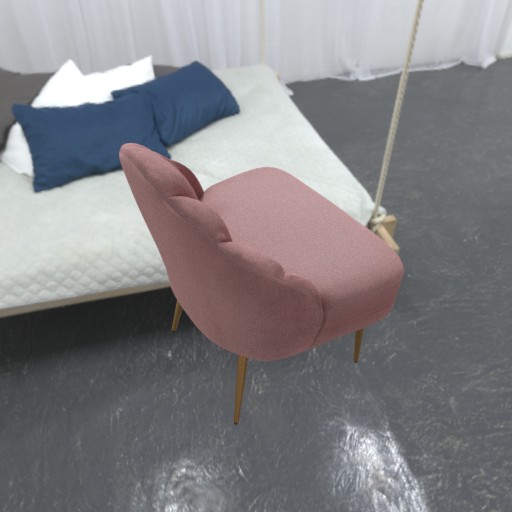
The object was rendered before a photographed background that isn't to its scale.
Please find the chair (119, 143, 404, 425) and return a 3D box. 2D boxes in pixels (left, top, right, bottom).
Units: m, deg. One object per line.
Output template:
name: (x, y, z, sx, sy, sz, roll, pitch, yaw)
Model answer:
chair: (0.000, 0.000, 1.270, 0.599, 0.819, 0.657, -24, 47, -25)
